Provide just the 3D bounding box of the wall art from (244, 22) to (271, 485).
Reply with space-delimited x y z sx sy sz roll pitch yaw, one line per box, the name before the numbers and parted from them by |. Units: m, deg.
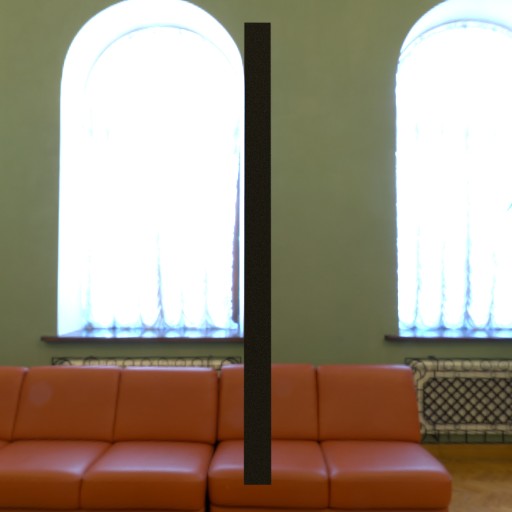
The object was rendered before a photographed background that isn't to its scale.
wall art | 0.000 0.000 0.763 0.033 0.559 0.457 0 -2 0
